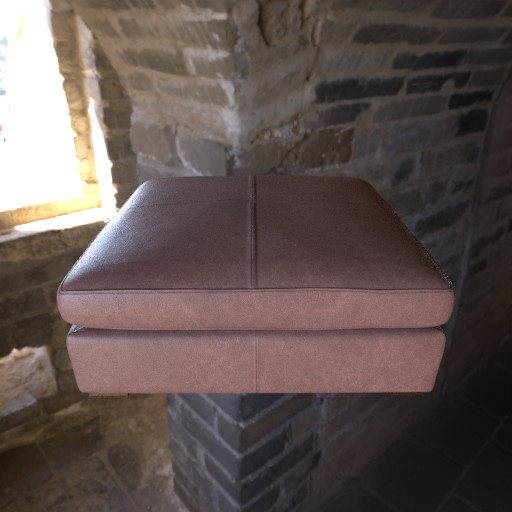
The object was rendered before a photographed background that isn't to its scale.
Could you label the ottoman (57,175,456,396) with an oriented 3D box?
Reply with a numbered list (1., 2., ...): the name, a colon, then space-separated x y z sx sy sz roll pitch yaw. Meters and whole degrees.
1. ottoman: 0.000 0.000 1.809 1.168 0.490 1.168 0 25 0
